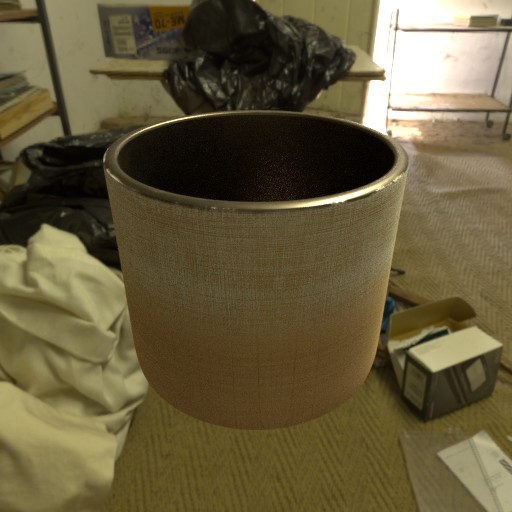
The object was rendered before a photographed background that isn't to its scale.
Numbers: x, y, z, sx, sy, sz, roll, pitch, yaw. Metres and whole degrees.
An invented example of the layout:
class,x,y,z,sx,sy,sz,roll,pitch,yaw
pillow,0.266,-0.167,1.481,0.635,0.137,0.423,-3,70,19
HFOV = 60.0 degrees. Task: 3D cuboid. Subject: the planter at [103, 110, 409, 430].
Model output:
class,x,y,z,sx,sy,sz,roll,pitch,yaw
planter,0.000,0.000,0.432,0.254,0.221,0.254,0,31,0
